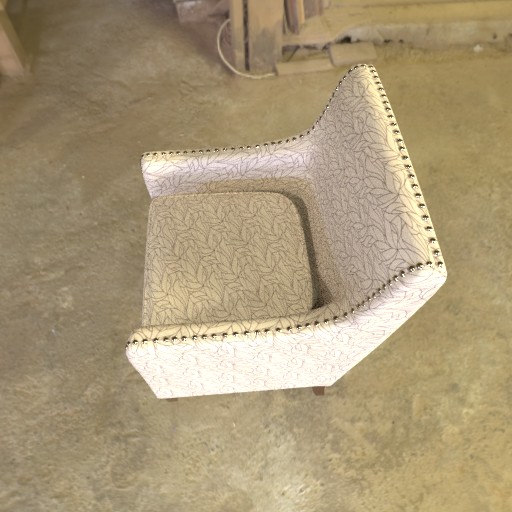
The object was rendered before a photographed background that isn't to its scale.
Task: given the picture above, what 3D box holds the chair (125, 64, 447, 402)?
[{"bbox_3d":[0.000,0.000,1.261,0.651,0.816,0.623,-4,58,-2],"label":"chair"}]
